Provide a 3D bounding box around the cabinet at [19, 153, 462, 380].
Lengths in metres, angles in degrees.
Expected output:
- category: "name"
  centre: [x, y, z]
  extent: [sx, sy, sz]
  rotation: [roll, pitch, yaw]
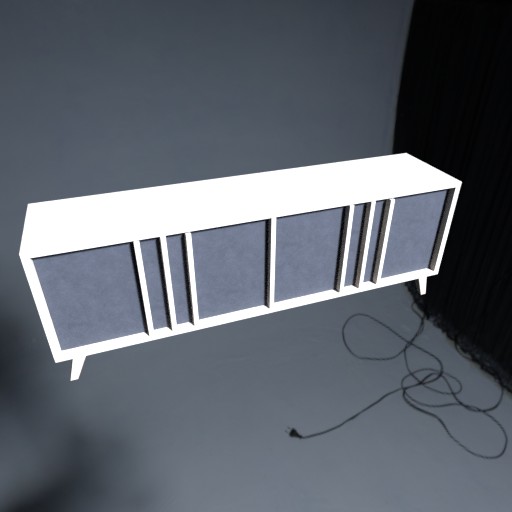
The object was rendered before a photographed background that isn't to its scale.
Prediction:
- category: "cabinet"
  centre: [0.000, 0.000, 2.497]
  extent: [2.198, 0.779, 0.499]
  rotation: [-11, 34, -17]
